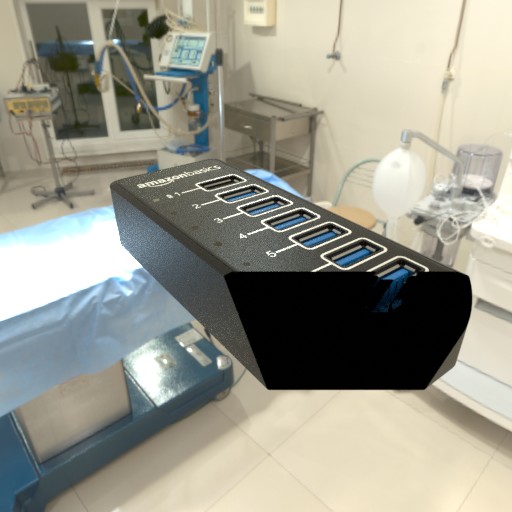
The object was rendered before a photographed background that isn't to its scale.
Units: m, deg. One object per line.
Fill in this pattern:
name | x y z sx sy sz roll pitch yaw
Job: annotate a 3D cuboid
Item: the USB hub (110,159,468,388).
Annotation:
USB hub | 0.000 0.000 0.129 0.044 0.023 0.110 -21 37 -31
